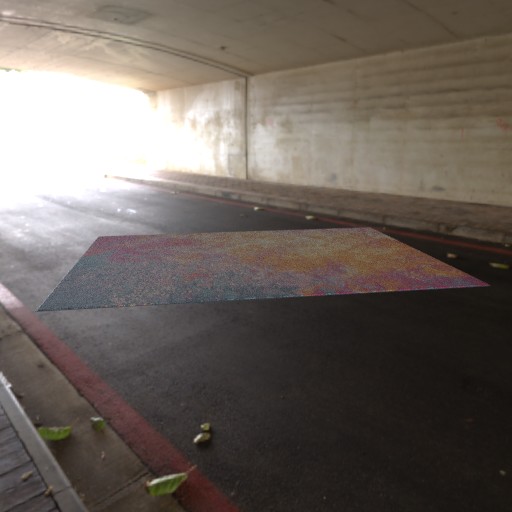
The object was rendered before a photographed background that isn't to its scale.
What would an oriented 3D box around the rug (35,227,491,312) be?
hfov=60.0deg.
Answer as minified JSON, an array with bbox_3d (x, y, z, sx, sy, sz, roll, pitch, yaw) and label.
[{"bbox_3d":[0.000,0.000,3.719,2.896,0.013,2.007,-2,15,-9],"label":"rug"}]
